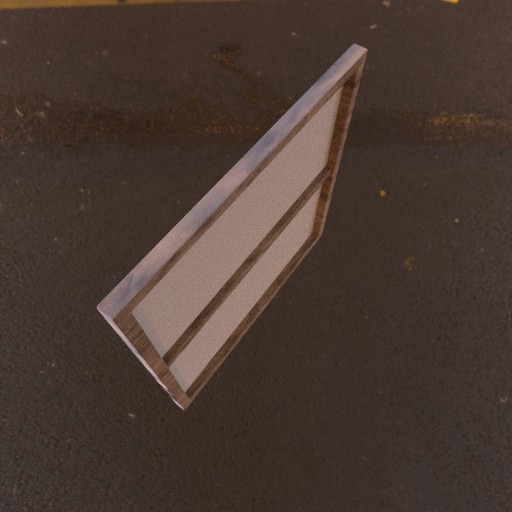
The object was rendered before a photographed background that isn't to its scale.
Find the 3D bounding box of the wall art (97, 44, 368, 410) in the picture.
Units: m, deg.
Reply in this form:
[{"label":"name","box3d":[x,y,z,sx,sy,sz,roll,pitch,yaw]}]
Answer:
[{"label":"wall art","box3d":[0.000,0.000,1.116,0.035,0.747,0.747,33,66,17]}]
